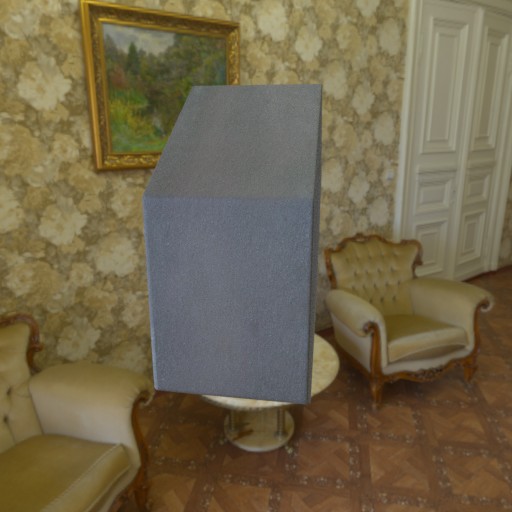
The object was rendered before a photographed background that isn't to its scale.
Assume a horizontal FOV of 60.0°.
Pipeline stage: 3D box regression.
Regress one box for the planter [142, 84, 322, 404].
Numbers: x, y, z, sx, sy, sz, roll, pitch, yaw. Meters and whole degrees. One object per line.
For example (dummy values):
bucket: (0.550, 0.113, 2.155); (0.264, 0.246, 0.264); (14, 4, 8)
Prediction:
planter: (0.000, 0.000, 0.285); (0.077, 0.206, 0.169); (2, 15, 9)
